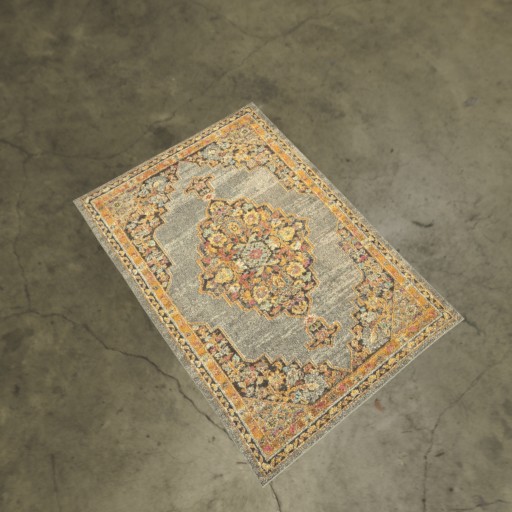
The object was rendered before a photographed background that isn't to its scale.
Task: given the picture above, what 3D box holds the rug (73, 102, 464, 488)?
[{"bbox_3d":[0.000,0.000,4.026,2.158,0.024,3.063,-34,69,-15],"label":"rug"}]
